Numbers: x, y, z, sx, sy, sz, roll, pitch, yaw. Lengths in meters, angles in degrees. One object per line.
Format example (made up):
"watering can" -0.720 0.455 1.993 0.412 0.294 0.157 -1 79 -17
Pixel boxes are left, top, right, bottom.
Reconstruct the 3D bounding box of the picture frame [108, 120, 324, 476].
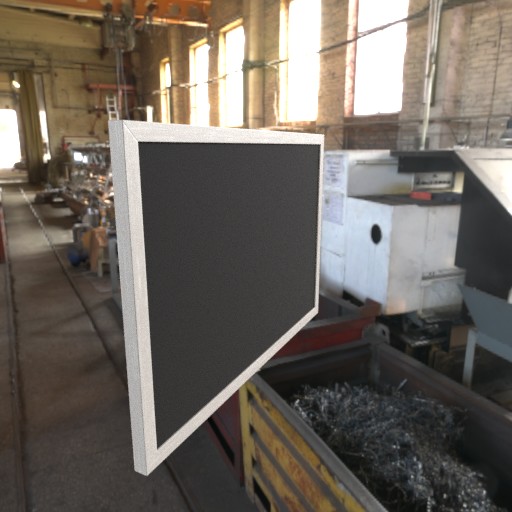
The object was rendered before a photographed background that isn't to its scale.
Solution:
"picture frame" 0.000 0.000 1.171 0.029 0.640 0.950 7 15 26
